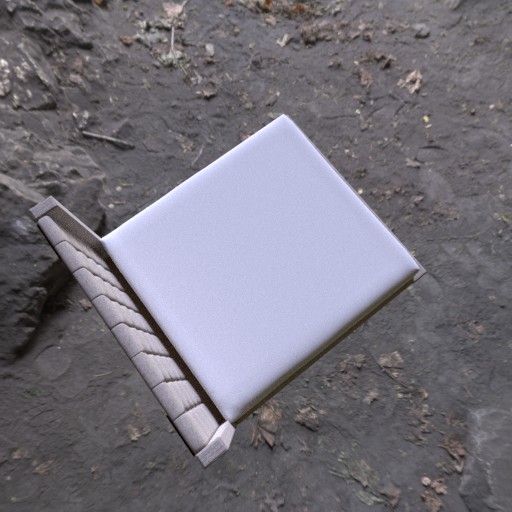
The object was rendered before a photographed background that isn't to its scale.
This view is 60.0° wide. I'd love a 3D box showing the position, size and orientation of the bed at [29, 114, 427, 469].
[{"bbox_3d":[0.000,0.000,3.811,2.372,1.748,2.044,-37,78,-9],"label":"bed"}]
